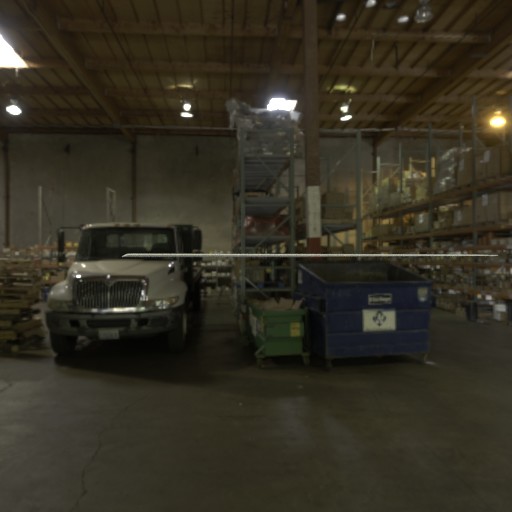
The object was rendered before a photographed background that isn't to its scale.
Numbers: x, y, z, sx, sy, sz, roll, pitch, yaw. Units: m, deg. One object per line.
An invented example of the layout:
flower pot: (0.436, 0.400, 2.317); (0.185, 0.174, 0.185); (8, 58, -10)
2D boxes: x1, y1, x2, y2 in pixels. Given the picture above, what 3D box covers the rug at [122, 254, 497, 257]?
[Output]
rug: (0.000, 0.000, 4.102); (2.354, 0.007, 3.196); (0, 0, -17)
